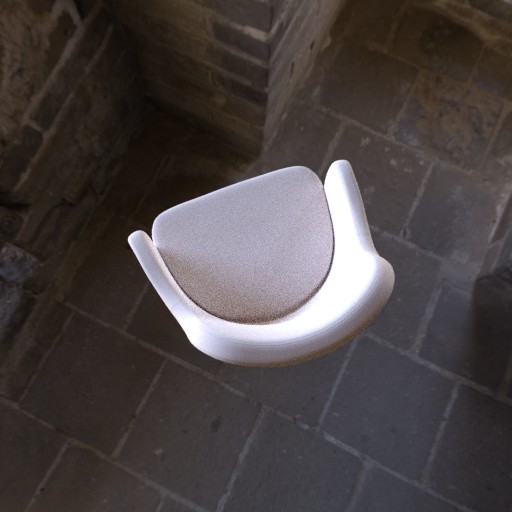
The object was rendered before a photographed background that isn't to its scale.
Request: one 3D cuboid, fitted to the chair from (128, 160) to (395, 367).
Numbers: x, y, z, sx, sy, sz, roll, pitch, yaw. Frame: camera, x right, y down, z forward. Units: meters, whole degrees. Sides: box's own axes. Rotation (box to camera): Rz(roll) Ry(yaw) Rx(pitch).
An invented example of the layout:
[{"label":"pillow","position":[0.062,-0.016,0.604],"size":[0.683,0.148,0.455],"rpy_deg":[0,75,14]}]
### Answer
[{"label":"chair","position":[0.000,0.000,1.265],"size":[0.602,0.819,0.647],"rpy_deg":[-20,75,-6]}]
